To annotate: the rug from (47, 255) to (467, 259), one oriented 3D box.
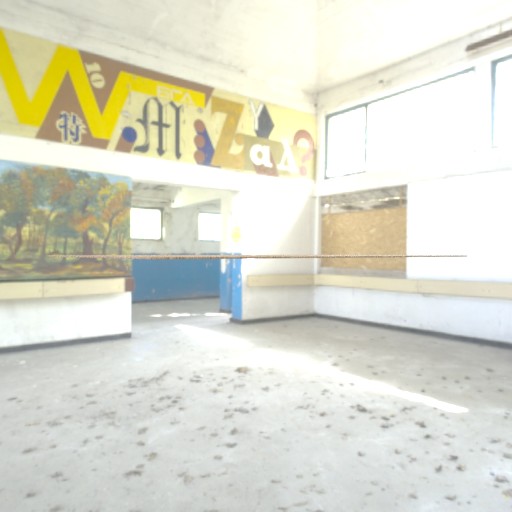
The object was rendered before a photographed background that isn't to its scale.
[{"bbox_3d":[0.000,0.000,4.244,3.205,0.013,2.448,0,0,-37],"label":"rug"}]
